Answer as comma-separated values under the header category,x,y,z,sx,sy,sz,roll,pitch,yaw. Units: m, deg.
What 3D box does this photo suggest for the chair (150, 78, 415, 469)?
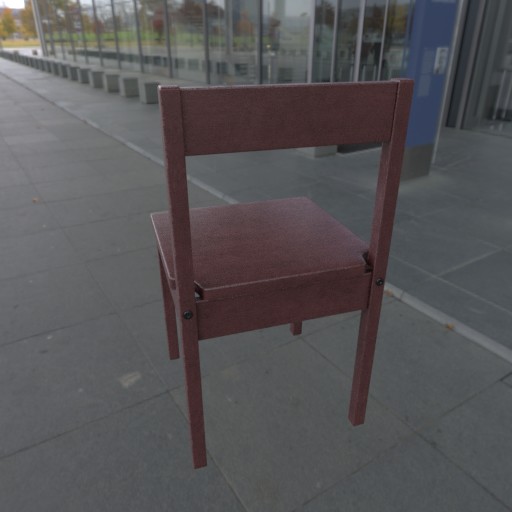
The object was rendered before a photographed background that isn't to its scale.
category,x,y,z,sx,sy,sz,roll,pitch,yaw
chair,0.000,0.000,0.874,0.367,0.668,0.361,-8,27,-16
